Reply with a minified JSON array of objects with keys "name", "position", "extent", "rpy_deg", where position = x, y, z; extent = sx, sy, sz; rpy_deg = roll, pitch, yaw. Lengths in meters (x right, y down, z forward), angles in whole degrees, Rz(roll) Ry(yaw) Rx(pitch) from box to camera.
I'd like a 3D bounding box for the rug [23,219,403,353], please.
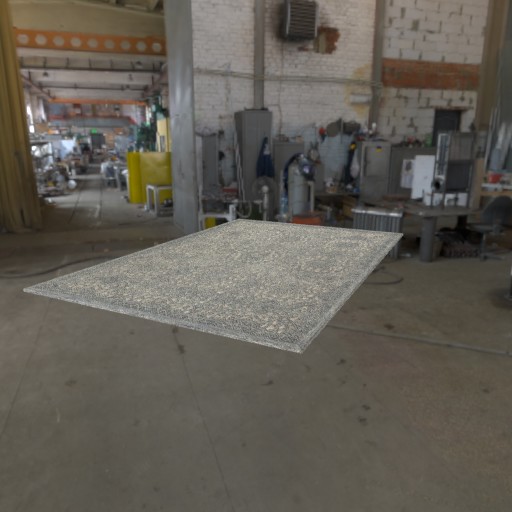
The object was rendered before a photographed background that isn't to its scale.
[{"name":"rug","position":[0.000,0.000,2.329],"extent":[1.208,0.012,1.819],"rpy_deg":[7,17,26]}]
